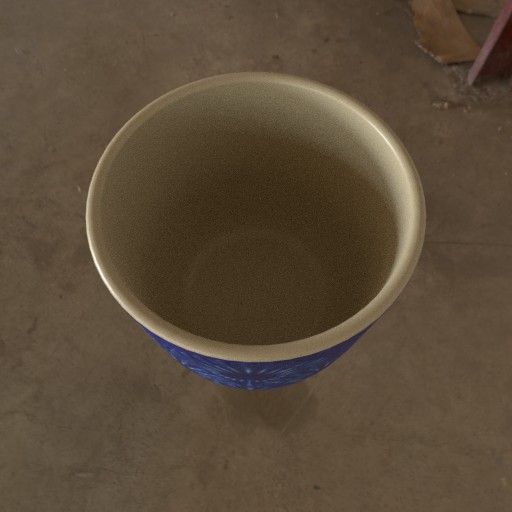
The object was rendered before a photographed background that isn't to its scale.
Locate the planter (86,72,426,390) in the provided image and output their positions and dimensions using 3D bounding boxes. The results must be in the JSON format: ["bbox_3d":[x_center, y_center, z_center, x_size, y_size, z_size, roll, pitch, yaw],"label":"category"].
[{"bbox_3d":[0.000,0.000,0.211,0.124,0.109,0.124,0,64,0],"label":"planter"}]
